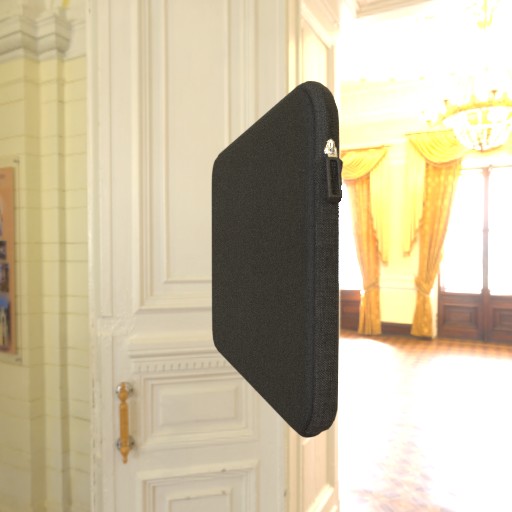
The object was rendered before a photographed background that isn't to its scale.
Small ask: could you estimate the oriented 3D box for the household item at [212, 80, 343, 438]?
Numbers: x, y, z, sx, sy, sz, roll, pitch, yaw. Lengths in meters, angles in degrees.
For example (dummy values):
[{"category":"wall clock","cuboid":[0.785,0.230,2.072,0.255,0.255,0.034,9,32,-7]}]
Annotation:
[{"category":"household item","cuboid":[0.000,0.000,0.524,0.030,0.305,0.396,0,2,-18]}]
